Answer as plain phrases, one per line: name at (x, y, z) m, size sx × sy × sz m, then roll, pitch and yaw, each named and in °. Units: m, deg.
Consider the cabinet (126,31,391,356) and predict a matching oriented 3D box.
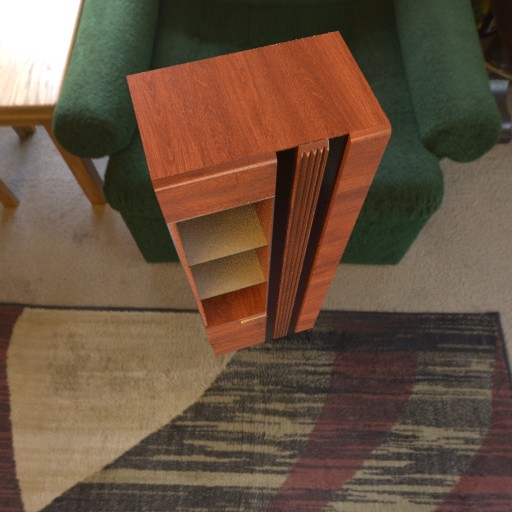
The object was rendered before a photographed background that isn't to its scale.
cabinet at (0.000, 0.000, 2.134) m, size 0.660 × 1.980 × 0.420 m, roll -15°, pitch 65°, yaw -7°
